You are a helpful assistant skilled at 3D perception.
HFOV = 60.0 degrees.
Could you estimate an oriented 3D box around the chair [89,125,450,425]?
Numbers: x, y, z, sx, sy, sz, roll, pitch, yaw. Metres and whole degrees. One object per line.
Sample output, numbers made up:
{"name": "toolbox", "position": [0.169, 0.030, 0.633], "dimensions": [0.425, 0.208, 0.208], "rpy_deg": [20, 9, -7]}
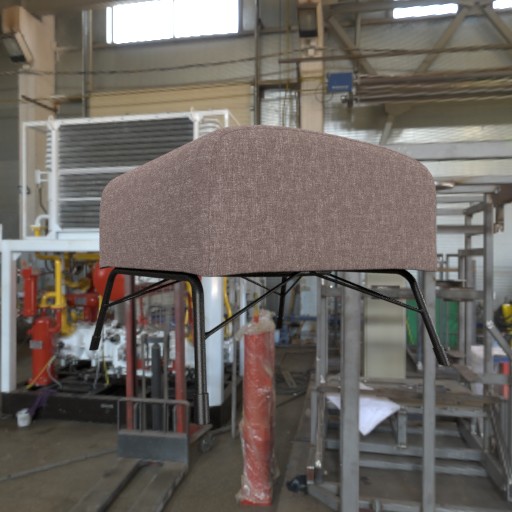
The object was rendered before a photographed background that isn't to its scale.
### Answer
{"name": "chair", "position": [0.000, 0.000, 0.903], "dimensions": [0.530, 0.410, 0.530], "rpy_deg": [0, 0, -34]}
